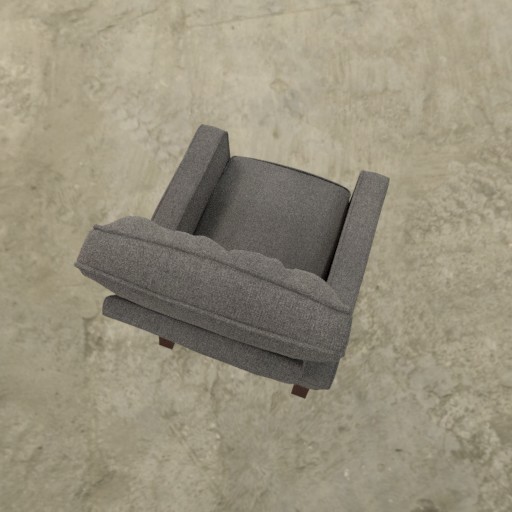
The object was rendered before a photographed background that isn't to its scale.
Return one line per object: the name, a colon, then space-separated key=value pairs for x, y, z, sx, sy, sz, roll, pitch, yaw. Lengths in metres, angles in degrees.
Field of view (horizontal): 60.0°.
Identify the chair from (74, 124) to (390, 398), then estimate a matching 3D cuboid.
chair: x=0.000 y=0.000 z=1.382 sx=0.650 sy=0.889 sz=0.775 roll=18 pitch=66 yaw=8
